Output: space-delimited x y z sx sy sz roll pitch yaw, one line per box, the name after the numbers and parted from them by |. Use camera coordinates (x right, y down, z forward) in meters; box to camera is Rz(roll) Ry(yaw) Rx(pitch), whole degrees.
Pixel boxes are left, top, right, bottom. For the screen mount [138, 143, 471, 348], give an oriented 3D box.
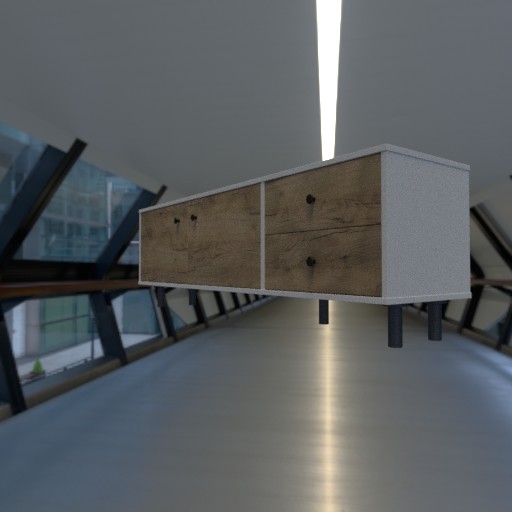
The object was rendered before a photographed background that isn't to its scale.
0.000 0.000 1.846 0.418 0.520 1.600 1 -2 -37 | screen mount
